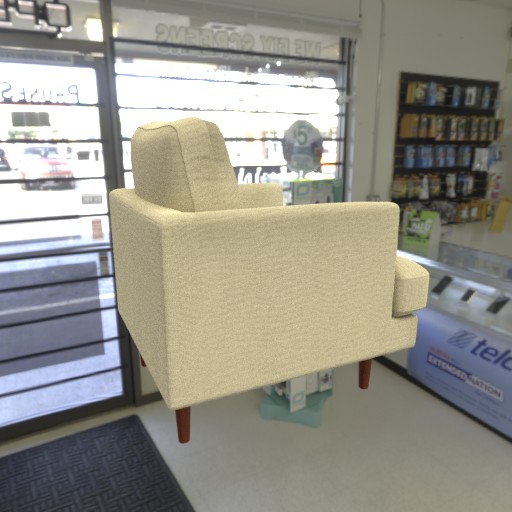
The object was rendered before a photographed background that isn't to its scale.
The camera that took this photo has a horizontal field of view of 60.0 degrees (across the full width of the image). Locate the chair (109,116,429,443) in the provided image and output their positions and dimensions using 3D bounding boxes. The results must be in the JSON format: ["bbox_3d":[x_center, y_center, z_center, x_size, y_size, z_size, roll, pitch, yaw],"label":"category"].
[{"bbox_3d":[0.000,0.000,1.635,0.899,0.957,0.858,-7,16,-25],"label":"chair"}]
